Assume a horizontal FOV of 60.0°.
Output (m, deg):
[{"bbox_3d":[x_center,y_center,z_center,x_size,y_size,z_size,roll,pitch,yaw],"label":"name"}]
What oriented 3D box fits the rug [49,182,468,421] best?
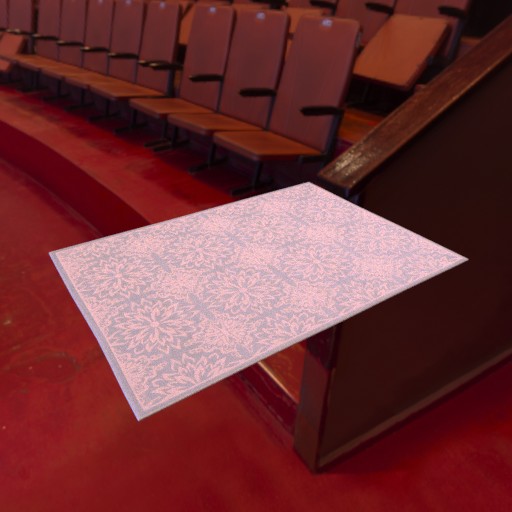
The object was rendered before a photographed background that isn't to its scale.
[{"bbox_3d":[0.000,0.000,2.865,2.205,0.014,1.589,-19,36,-29],"label":"rug"}]
